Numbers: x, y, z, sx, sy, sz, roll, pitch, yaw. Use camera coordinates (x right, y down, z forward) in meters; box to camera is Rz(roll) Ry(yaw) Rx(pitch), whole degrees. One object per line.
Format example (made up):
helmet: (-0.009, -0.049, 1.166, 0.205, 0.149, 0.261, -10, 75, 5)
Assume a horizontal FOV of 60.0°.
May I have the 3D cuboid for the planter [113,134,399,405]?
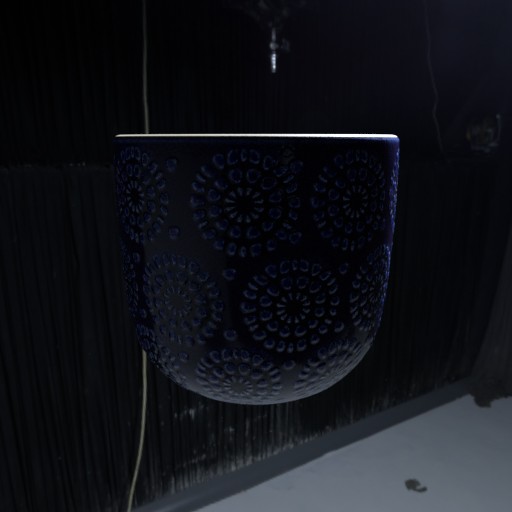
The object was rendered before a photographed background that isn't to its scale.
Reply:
planter: (0.000, 0.000, 0.283, 0.165, 0.149, 0.165, 0, 15, 0)
